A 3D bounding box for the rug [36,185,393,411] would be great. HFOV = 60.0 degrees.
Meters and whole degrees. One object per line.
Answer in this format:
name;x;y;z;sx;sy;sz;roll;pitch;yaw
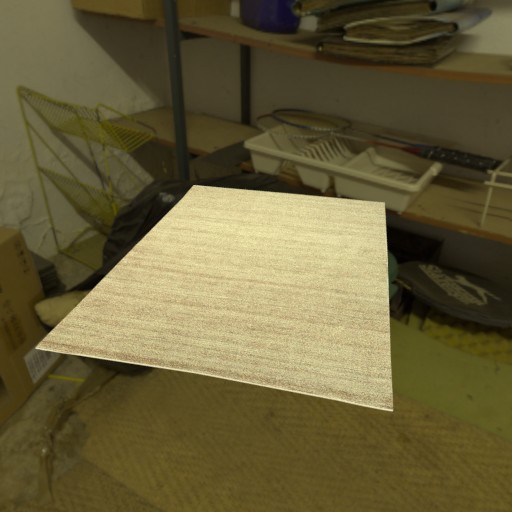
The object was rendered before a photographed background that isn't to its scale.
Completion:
rug;0.000;0.000;4.210;2.434;0.045;3.202;7;31;12
